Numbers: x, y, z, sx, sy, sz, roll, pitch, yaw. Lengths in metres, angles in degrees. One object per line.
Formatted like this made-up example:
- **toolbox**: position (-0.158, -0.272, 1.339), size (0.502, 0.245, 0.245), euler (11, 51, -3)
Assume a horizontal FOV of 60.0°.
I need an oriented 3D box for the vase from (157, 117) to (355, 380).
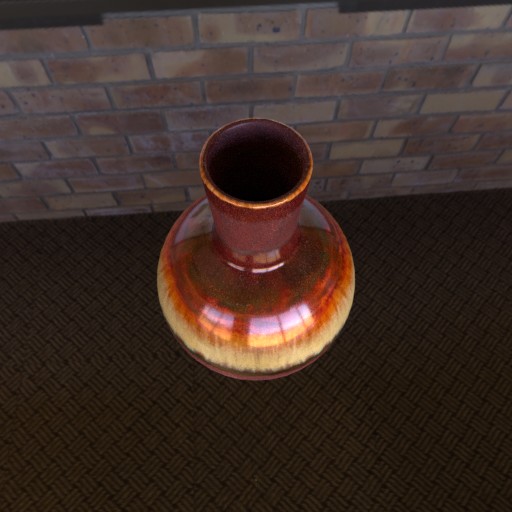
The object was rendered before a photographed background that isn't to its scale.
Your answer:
- **vase**: position (0.000, 0.000, 0.228), size (0.111, 0.154, 0.111), euler (0, 63, 0)
